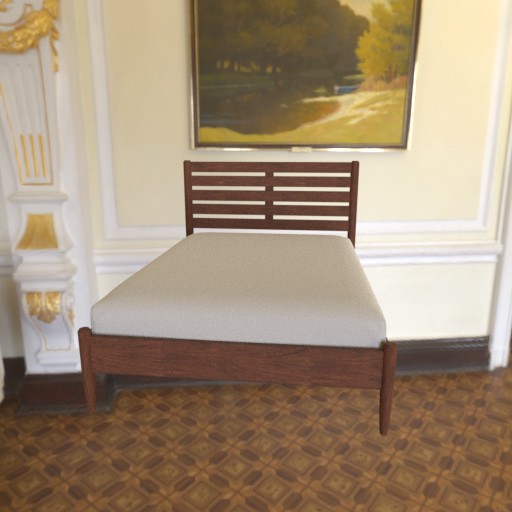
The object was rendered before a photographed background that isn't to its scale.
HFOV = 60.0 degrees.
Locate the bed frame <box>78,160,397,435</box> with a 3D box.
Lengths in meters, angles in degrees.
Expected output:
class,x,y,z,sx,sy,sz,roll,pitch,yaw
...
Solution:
class,x,y,z,sx,sy,sz,roll,pitch,yaw
bed frame,0.000,0.000,3.268,1.655,1.321,2.234,2,14,7
